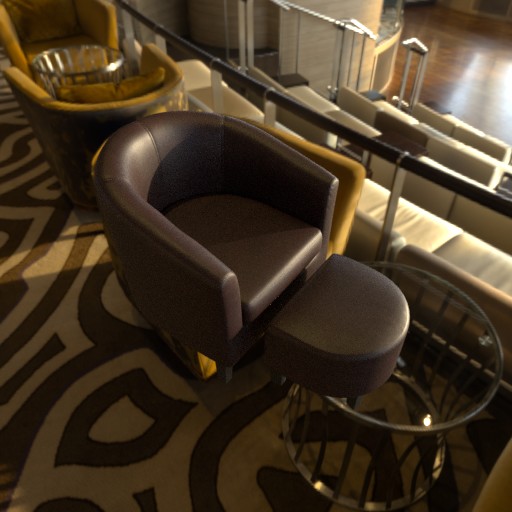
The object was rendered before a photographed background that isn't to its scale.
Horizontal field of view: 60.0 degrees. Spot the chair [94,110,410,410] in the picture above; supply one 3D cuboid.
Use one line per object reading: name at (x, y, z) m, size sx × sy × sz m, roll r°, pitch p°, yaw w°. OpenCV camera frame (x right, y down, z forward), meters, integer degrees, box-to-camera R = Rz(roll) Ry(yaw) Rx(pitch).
chair at (0.000, 0.000, 1.651) m, size 1.176 × 0.755 × 0.737 m, roll 26°, pitch 47°, yaw 26°
